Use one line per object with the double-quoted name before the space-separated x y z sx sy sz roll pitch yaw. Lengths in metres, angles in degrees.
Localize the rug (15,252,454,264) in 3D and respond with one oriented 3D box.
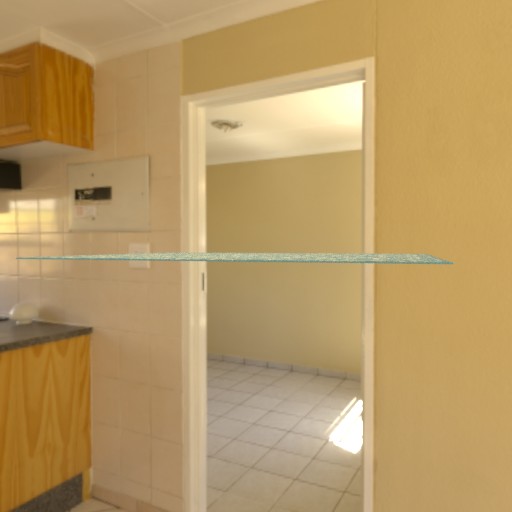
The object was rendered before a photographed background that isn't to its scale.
"rug" 0.000 0.000 3.934 2.980 0.012 2.363 0 1 18
